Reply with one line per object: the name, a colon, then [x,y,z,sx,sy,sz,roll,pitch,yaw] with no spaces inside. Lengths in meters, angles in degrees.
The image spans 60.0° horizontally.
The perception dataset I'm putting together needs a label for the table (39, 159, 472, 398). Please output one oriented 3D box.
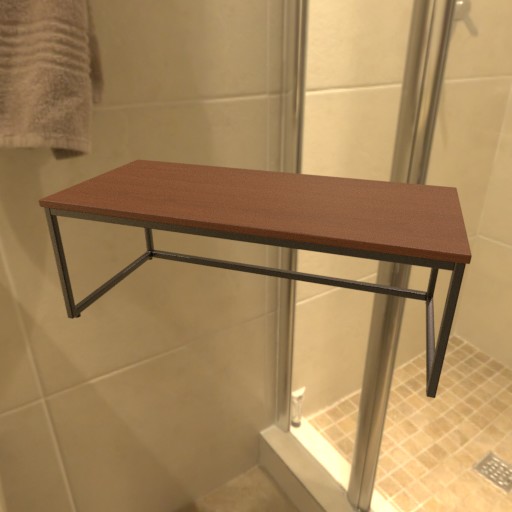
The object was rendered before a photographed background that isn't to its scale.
table: [0.000,0.000,1.362,1.100,0.400,0.500,8,27,17]
